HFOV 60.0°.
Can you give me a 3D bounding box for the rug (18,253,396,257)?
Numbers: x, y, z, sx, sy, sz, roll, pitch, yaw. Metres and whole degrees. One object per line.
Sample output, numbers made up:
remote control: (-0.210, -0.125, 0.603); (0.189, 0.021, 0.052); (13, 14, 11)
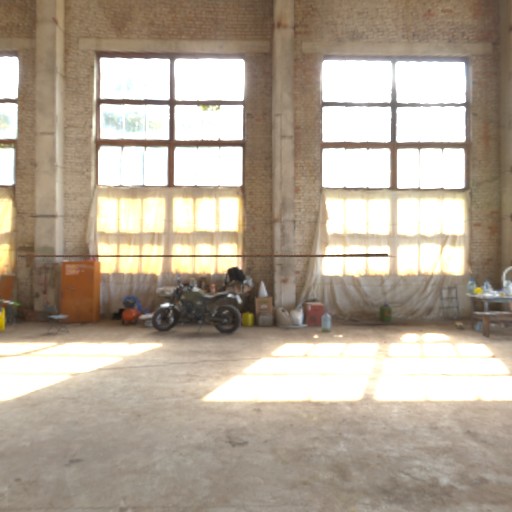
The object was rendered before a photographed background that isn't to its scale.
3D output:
rug: (0.000, 0.000, 4.095); (2.431, 0.021, 3.057); (0, 0, 18)
